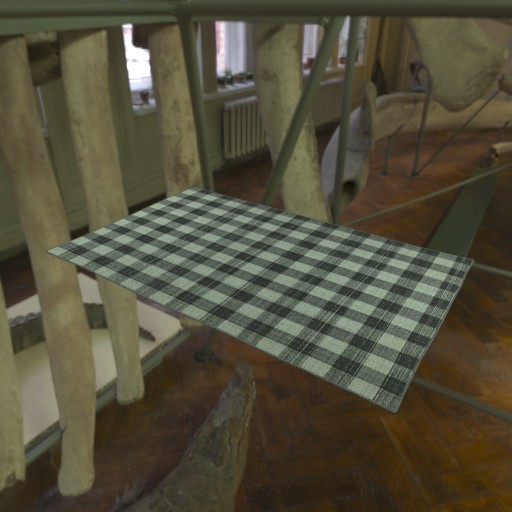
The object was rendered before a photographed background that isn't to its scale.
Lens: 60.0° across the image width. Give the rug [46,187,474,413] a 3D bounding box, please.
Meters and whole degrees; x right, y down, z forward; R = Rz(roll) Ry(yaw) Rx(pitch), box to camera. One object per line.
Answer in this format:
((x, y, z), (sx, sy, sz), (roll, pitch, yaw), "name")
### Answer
((0.000, 0.000, 3.012), (2.476, 0.011, 1.554), (19, 34, 30), "rug")
